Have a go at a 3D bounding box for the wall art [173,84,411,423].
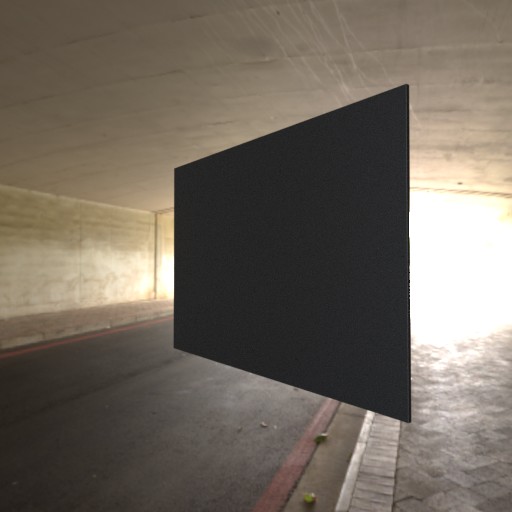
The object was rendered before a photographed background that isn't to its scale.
[{"bbox_3d":[0.000,0.000,1.529,0.013,0.811,1.192,1,-1,-38],"label":"wall art"}]
